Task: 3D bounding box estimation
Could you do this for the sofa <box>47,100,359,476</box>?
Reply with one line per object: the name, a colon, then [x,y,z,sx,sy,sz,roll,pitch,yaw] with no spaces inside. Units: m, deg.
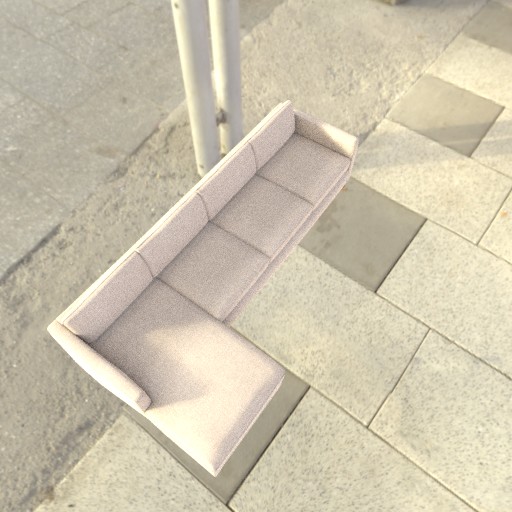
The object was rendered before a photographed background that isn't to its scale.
sofa: [0.000,0.000,3.591,1.469,0.816,2.923,31,63,18]
